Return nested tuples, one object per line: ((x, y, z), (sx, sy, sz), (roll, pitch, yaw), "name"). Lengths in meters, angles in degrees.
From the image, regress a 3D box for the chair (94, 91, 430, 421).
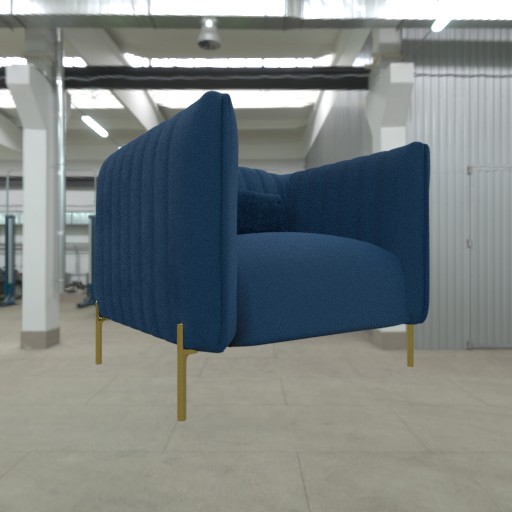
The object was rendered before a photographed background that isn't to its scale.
((0.000, 0.000, 1.595), (0.947, 0.793, 0.877), (0, 0, -35), "chair")
